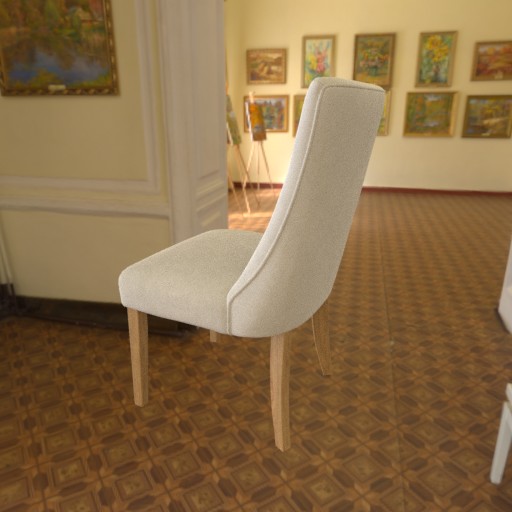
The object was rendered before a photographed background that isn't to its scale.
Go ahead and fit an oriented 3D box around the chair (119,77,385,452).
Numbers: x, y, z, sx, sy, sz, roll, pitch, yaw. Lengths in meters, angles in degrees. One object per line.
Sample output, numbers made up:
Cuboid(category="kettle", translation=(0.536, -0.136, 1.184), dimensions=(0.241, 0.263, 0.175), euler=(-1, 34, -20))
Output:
Cuboid(category="chair", translation=(0.000, 0.000, 1.249), dimensions=(0.610, 0.902, 0.495), euler=(9, 20, 25))
